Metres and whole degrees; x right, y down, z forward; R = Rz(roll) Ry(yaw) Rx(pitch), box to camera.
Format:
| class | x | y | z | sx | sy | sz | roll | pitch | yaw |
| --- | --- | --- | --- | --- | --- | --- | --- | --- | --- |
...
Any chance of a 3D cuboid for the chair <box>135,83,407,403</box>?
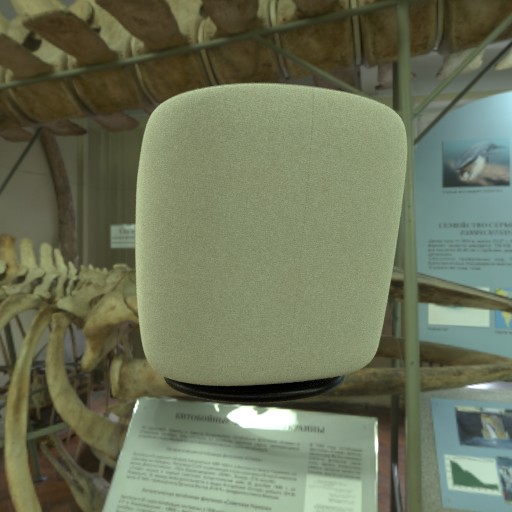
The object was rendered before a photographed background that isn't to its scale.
| class | x | y | z | sx | sy | sz | roll | pitch | yaw |
| --- | --- | --- | --- | --- | --- | --- | --- | --- | --- |
| chair | 0.000 | 0.000 | 1.580 | 0.822 | 0.861 | 0.986 | 0 | -1 | -17 |
